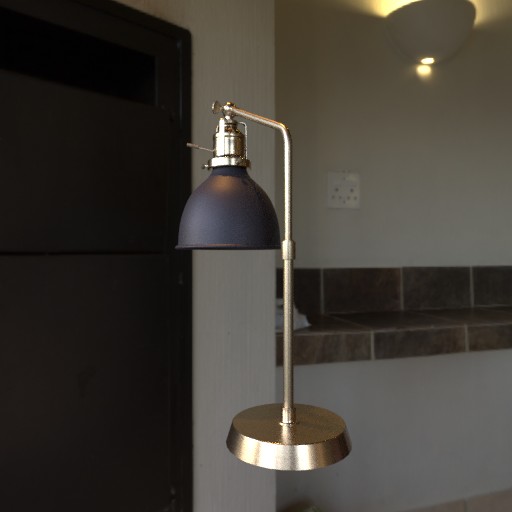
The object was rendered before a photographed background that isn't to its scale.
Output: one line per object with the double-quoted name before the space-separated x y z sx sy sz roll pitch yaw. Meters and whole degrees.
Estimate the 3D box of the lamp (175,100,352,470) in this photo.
"lamp" 0.000 0.000 0.604 0.160 0.456 0.291 0 -1 -36
